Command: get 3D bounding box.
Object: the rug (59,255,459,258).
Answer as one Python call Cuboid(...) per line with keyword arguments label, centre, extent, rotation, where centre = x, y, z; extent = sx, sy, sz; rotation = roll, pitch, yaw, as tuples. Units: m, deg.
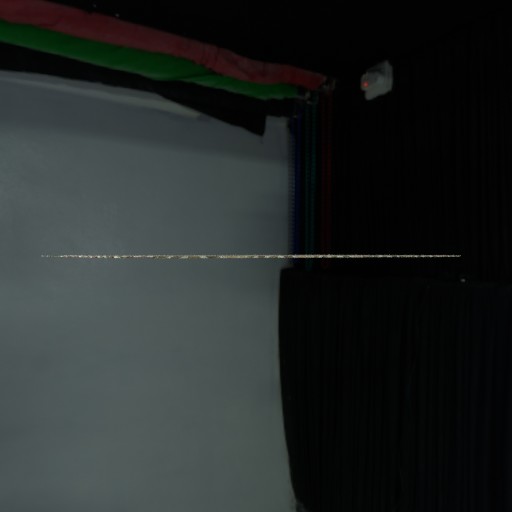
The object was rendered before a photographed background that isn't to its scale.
Cuboid(label="rug", centre=(0.000, 0.000, 2.290), extent=(1.829, 0.008, 1.219), rotation=(0, 0, -36))
